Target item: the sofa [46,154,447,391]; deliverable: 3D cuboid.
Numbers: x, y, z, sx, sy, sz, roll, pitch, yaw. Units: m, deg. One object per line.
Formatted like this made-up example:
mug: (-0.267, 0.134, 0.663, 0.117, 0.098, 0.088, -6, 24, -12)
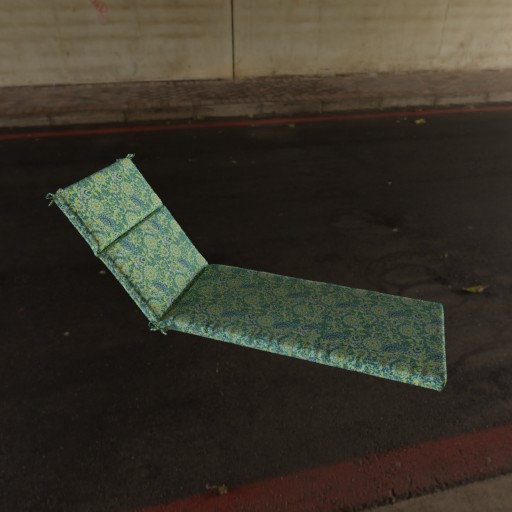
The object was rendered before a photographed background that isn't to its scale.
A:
sofa: (0.000, 0.000, 1.953, 1.663, 0.622, 0.582, 9, 31, 16)
